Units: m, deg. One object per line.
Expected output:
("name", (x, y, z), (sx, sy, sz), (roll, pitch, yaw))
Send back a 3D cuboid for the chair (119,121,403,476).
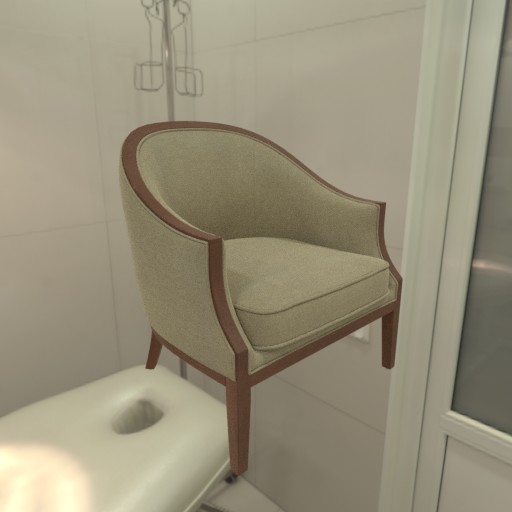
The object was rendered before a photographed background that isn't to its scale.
("chair", (0.000, 0.000, 1.487), (0.803, 0.876, 0.735), (-15, 22, -42))
